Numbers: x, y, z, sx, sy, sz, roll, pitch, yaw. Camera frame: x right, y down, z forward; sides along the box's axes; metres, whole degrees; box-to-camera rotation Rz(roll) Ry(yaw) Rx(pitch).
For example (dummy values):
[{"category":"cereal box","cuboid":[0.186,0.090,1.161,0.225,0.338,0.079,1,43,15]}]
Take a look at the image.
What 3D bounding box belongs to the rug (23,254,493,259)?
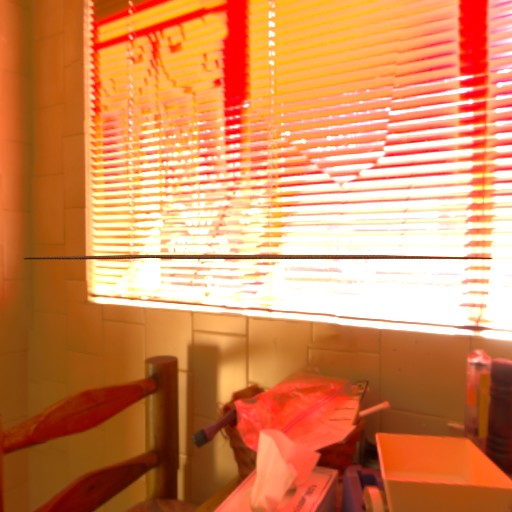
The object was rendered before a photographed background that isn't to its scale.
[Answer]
[{"category":"rug","cuboid":[0.000,0.000,4.099,3.068,0.021,2.456,0,1,-1]}]
